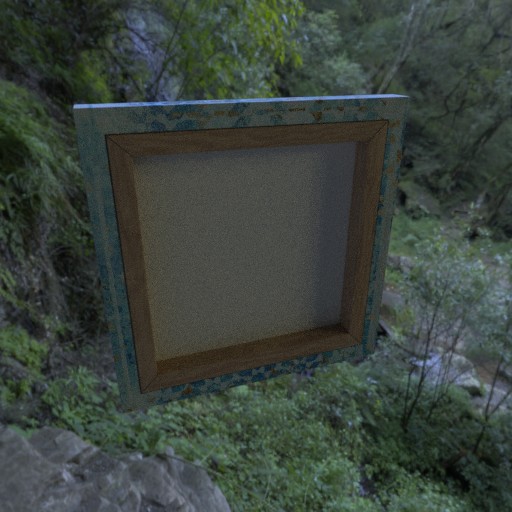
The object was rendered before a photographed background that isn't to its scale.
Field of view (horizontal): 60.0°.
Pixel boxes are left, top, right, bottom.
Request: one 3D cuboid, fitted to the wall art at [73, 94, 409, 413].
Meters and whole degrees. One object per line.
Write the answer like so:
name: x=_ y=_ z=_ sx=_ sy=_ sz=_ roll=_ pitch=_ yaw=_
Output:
wall art: x=0.000 y=0.000 z=0.608 sx=0.405 sy=0.405 sz=0.037 roll=-8 pitch=26 yaw=-17
